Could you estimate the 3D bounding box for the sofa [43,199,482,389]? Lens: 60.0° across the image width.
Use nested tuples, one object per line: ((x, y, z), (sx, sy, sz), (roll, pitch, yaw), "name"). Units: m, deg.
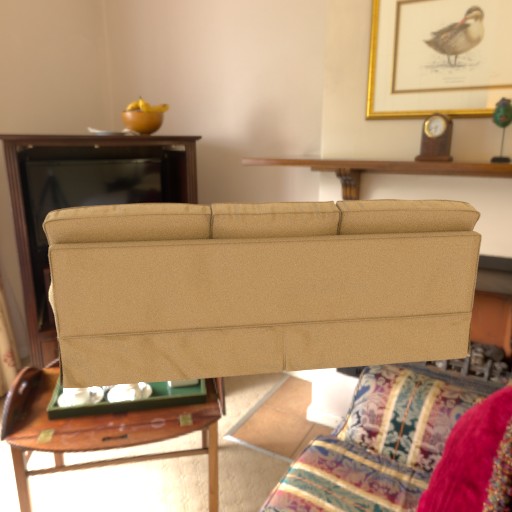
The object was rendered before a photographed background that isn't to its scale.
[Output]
((0.000, 0.000, 3.262), (2.475, 0.978, 1.733), (-2, 14, -9), "sofa")
